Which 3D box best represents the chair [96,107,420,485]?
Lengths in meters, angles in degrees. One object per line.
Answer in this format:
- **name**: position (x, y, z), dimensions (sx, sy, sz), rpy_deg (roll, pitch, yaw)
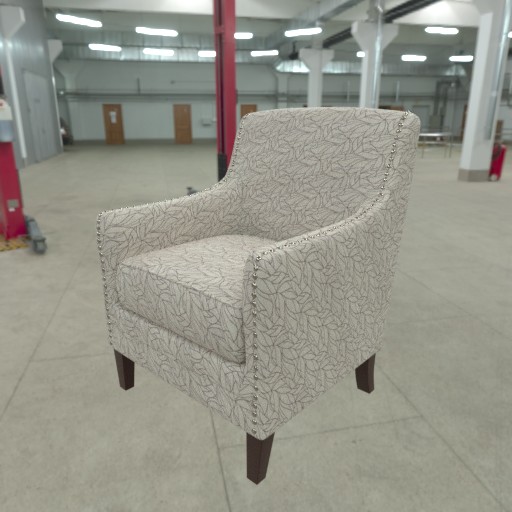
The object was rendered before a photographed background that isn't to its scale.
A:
- **chair**: position (0.000, 0.000, 1.271), dimensions (0.623, 0.816, 0.651), rpy_deg (15, 23, 40)
